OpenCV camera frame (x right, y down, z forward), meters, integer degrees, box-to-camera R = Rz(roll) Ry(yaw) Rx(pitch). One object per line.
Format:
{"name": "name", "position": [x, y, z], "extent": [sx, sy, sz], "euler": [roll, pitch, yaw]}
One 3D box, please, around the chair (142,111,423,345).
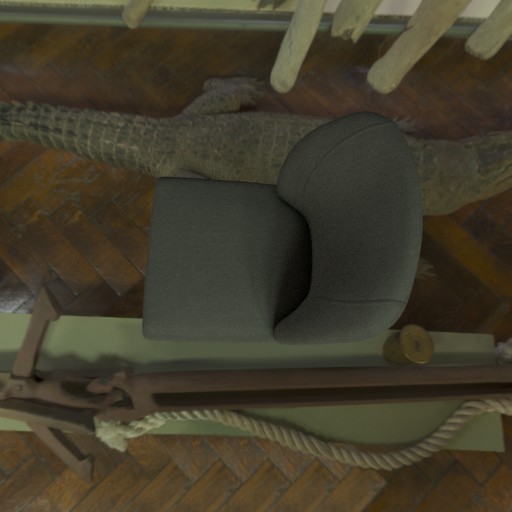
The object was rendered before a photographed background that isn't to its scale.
{"name": "chair", "position": [0.000, 0.000, 1.249], "extent": [0.619, 0.879, 0.506], "euler": [2, 76, 0]}
